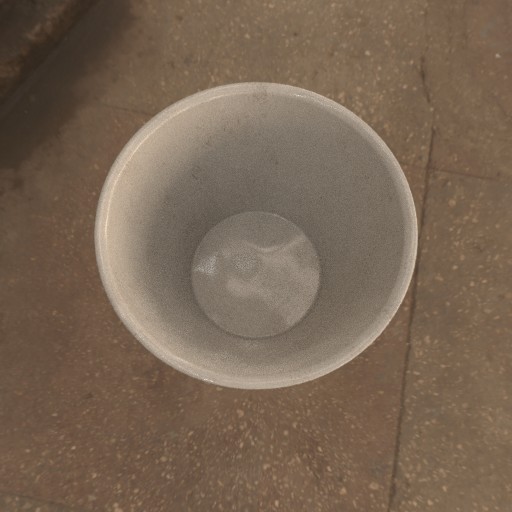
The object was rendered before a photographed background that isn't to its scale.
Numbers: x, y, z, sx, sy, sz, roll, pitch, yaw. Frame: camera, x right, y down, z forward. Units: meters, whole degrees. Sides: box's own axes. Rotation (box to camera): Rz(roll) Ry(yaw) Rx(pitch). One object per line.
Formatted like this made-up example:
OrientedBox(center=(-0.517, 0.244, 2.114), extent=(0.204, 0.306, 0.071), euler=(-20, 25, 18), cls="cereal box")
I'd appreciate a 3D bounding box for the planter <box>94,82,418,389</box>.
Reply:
OrientedBox(center=(0.000, 0.000, 0.463), extent=(0.260, 0.220, 0.260), euler=(0, 75, 0), cls="planter")
